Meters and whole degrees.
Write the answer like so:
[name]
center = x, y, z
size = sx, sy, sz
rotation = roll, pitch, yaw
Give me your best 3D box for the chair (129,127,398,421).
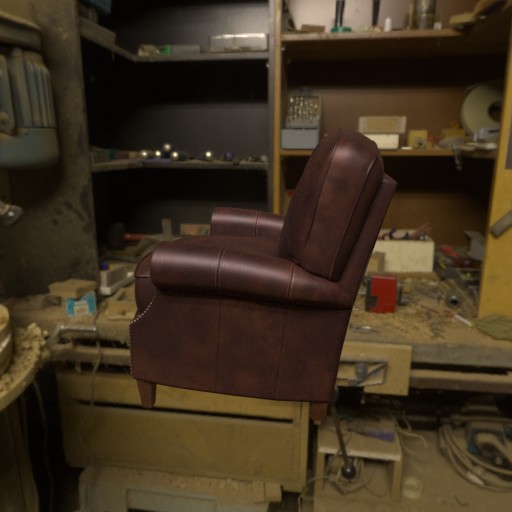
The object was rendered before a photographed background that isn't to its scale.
[chair]
center = 0.000, 0.000, 1.835
size = 0.986, 1.018, 0.936
rotation = 2, 15, 9
